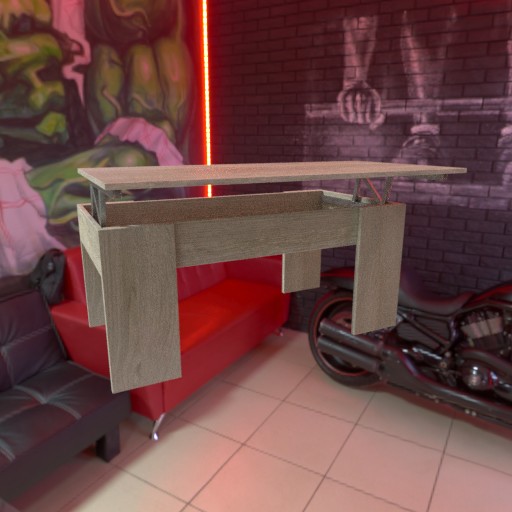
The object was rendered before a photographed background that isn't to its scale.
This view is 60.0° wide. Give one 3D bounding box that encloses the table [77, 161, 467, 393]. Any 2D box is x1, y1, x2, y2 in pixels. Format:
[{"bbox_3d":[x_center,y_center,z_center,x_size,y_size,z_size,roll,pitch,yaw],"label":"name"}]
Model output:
[{"bbox_3d":[0.000,0.000,1.433,1.000,0.570,0.711,-7,16,-26],"label":"table"}]
